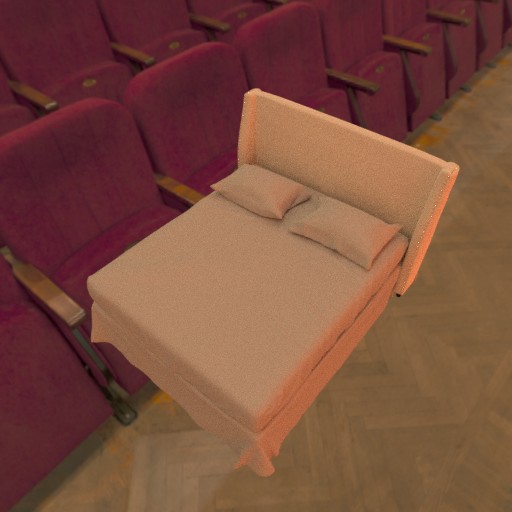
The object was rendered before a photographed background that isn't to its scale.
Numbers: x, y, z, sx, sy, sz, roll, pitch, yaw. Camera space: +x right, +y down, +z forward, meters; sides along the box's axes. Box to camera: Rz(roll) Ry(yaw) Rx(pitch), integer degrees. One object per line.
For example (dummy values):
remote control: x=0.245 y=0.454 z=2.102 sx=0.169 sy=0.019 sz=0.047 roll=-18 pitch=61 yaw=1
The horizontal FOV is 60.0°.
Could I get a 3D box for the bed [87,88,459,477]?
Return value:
bed: x=0.000 y=0.000 z=3.415 sx=1.925 sy=1.332 sz=2.276 roll=31 pitch=54 yaw=26
